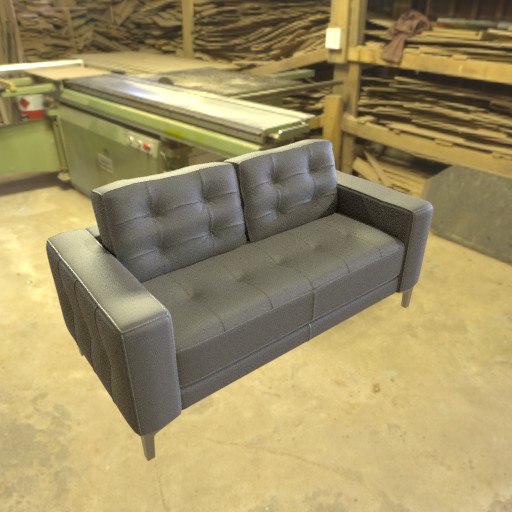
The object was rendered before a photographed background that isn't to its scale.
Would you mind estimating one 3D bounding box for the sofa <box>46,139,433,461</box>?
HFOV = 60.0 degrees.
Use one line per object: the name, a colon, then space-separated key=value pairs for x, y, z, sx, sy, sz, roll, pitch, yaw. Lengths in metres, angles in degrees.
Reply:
sofa: x=0.000 y=0.000 z=2.180 sx=1.726 sy=0.893 sz=0.833 roll=-21 pitch=35 yaw=-32
